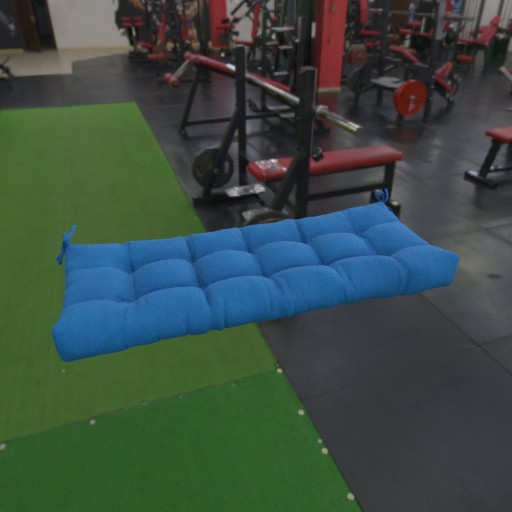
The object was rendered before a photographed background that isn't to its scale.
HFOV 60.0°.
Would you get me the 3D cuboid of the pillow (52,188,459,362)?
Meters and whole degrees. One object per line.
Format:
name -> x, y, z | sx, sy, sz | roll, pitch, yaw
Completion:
pillow -> 0.000, 0.000, 1.370 | 1.194, 0.174, 0.511 | -9, 32, -15
